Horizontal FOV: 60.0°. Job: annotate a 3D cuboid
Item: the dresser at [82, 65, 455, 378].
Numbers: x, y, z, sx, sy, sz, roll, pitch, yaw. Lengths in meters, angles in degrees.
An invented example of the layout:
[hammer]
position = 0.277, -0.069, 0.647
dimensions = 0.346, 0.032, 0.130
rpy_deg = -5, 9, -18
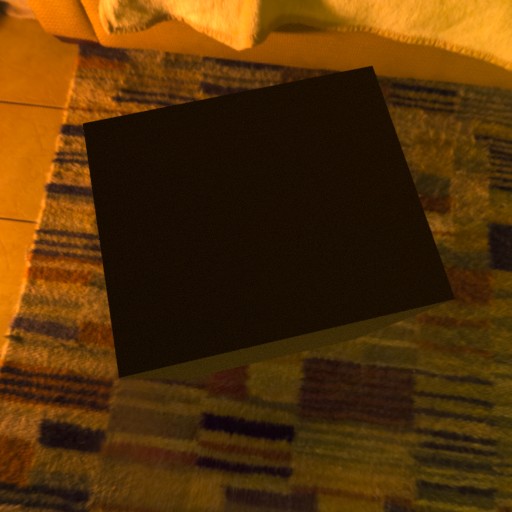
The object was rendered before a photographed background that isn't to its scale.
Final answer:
[dresser]
position = 0.000, 0.000, 0.828
dimensions = 0.400, 0.560, 0.360
rpy_deg = -13, 75, -3
